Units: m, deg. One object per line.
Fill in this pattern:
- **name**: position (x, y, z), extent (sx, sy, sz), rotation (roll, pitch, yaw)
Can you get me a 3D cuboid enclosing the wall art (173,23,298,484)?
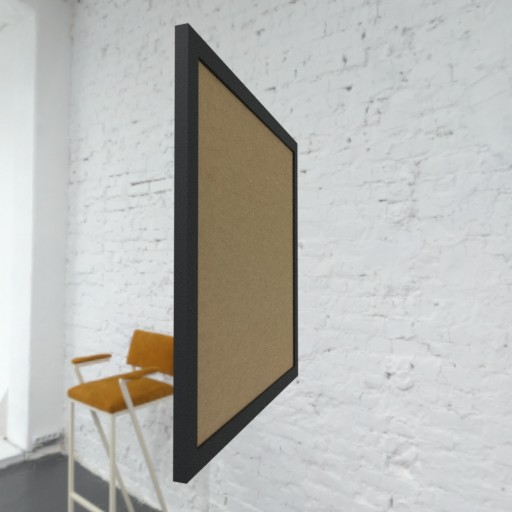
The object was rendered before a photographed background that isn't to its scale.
- **wall art**: position (0.000, 0.000, 0.513), extent (0.012, 0.357, 0.358), rotation (-1, -2, 19)
